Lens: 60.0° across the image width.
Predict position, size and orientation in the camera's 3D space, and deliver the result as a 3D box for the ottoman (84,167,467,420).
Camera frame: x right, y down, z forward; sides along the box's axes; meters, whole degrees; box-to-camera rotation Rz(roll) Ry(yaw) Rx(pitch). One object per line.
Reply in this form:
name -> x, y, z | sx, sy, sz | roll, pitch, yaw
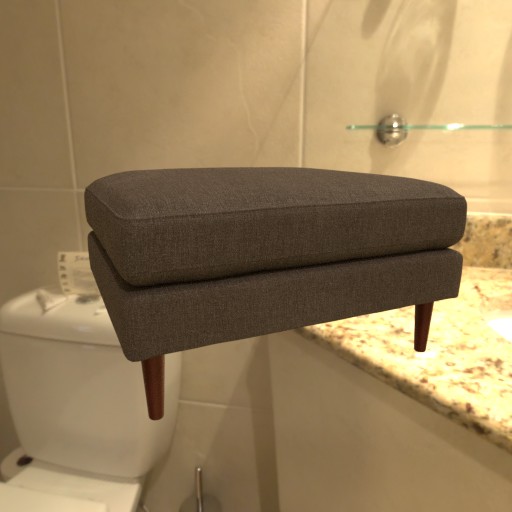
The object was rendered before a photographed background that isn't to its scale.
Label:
ottoman -> 0.000, 0.000, 1.223 | 0.821, 0.474, 0.693 | -6, 15, -24
